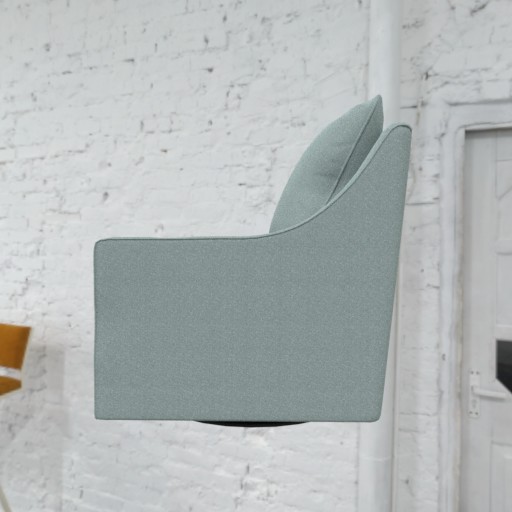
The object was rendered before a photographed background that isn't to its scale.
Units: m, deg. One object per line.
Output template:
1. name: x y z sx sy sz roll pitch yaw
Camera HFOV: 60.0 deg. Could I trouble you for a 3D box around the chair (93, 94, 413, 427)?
1. chair: 0.000 0.000 1.550 0.870 0.926 0.760 0 1 1
